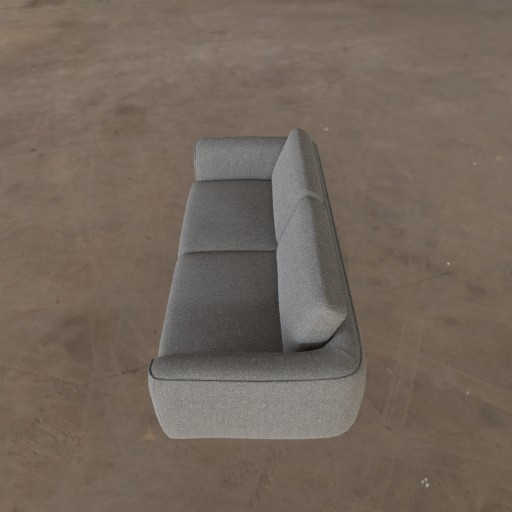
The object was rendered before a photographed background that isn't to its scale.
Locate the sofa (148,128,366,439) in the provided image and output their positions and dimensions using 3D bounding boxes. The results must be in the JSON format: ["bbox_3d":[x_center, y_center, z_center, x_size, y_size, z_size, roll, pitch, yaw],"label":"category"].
[{"bbox_3d":[0.000,0.000,2.519,0.920,0.870,2.000,0,42,0],"label":"sofa"}]
